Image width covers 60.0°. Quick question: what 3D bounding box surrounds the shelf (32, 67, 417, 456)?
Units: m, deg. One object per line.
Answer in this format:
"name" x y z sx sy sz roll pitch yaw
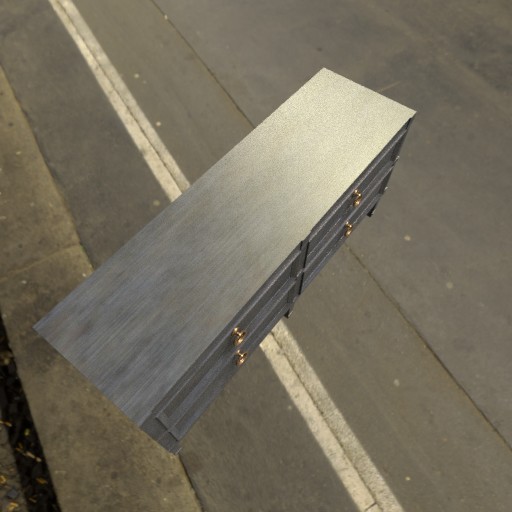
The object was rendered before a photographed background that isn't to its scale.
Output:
"shelf" 0.000 0.000 1.890 0.479 0.719 1.575 34 65 19
